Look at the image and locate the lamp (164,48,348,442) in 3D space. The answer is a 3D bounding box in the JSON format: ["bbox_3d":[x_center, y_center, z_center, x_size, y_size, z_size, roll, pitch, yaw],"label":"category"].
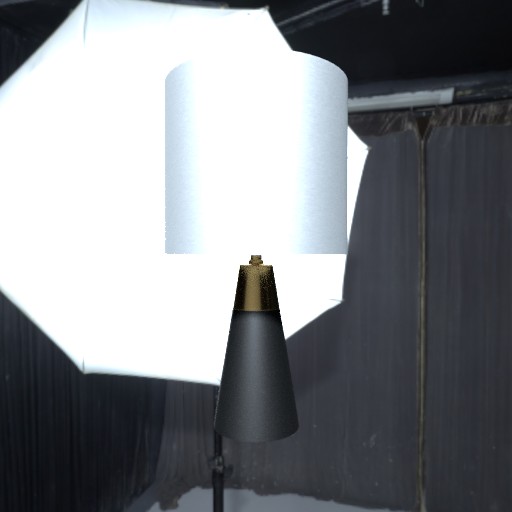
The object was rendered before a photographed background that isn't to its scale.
[{"bbox_3d":[0.000,0.000,0.760,0.308,0.580,0.308,0,0,18],"label":"lamp"}]
